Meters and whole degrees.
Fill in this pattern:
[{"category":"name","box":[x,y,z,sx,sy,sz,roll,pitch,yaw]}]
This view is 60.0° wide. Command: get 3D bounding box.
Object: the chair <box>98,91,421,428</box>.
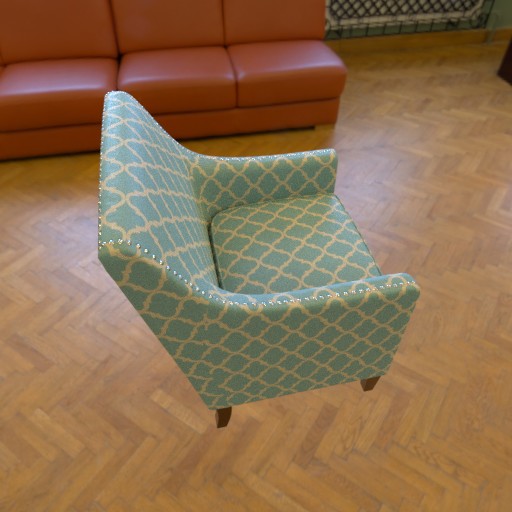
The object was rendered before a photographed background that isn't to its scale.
[{"category":"chair","box":[0.000,0.000,1.284,0.686,0.817,0.617,-9,47,-8]}]
